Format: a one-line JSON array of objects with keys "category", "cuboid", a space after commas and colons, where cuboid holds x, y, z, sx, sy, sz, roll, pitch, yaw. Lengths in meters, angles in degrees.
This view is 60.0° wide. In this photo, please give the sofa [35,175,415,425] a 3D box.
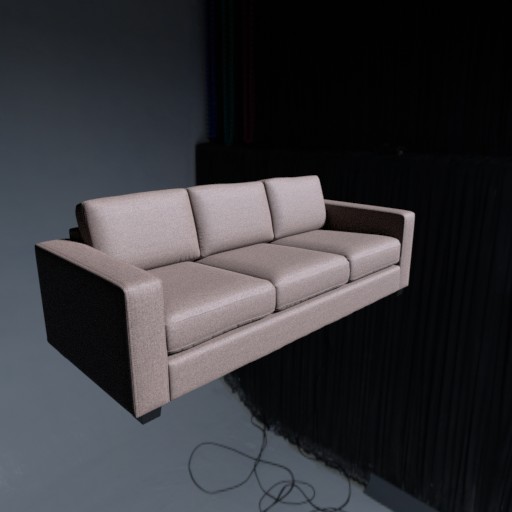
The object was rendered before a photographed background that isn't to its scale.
[{"category": "sofa", "cuboid": [0.000, 0.000, 2.604, 2.160, 0.806, 0.900, -15, 22, -42]}]
